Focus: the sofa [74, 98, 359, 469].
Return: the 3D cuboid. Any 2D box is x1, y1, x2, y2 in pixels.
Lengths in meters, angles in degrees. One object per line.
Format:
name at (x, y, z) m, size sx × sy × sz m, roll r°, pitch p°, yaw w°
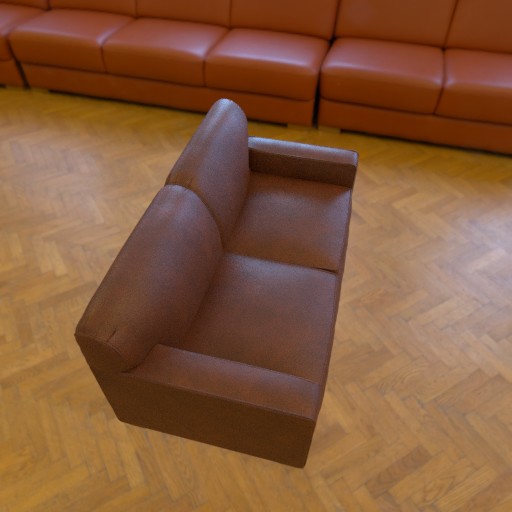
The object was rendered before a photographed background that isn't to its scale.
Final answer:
sofa at (0.000, 0.000, 2.467) m, size 1.000 × 0.966 × 1.856 m, roll 10°, pitch 48°, yaw 9°
